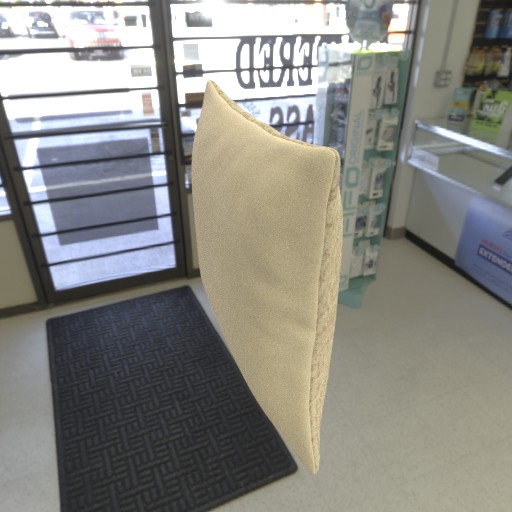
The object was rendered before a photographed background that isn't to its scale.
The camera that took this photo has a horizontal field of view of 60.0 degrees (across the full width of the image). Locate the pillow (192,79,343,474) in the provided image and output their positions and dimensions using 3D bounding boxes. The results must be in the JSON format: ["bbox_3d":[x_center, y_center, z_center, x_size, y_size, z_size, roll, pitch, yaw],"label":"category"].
[{"bbox_3d":[0.000,0.000,0.772,0.166,0.510,0.523,-10,31,-17],"label":"pillow"}]
